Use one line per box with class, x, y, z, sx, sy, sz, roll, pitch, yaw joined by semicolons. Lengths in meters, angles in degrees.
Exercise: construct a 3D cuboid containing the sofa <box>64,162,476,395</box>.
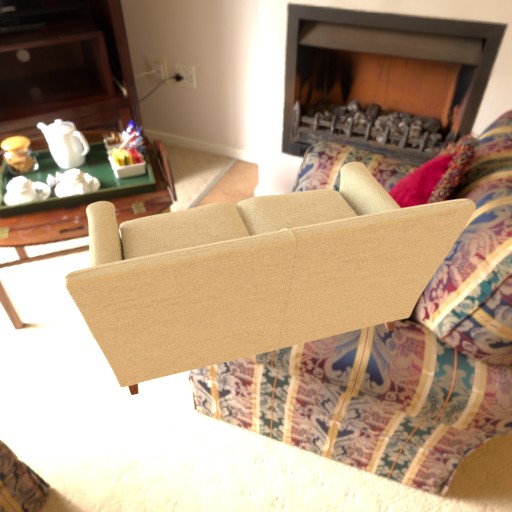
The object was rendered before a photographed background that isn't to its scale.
sofa;0.000;0.000;2.107;1.482;0.892;0.891;-11;42;-12
